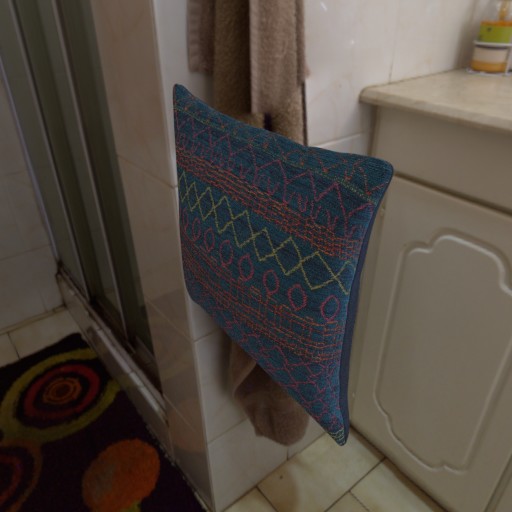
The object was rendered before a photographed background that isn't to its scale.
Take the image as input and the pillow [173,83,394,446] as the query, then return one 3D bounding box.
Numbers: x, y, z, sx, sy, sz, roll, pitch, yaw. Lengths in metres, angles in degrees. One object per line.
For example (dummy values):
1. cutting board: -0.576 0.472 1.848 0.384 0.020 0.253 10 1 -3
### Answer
1. pillow: 0.000 0.000 0.668 0.141 0.431 0.431 -21 38 -30
